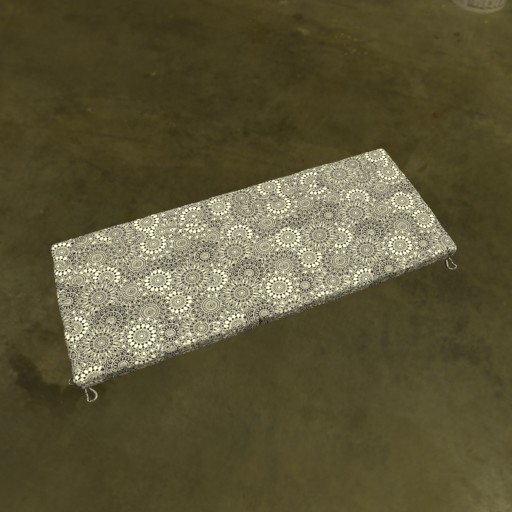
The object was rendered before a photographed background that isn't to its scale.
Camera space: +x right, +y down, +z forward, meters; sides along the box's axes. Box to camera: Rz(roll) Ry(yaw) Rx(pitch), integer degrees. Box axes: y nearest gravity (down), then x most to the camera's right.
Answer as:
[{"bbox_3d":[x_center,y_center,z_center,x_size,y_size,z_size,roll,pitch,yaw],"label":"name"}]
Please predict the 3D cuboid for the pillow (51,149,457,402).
[{"bbox_3d":[0.000,0.000,1.342,1.187,0.081,0.492,-18,59,-11],"label":"pillow"}]
